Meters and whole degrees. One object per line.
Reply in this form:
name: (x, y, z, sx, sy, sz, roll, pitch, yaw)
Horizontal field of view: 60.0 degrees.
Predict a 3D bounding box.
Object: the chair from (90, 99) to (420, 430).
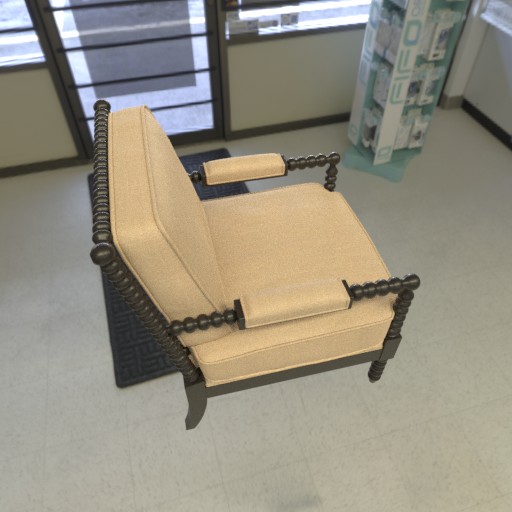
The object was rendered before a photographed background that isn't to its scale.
chair: (0.000, 0.000, 1.156, 0.657, 0.703, 0.555, -10, 47, -9)
